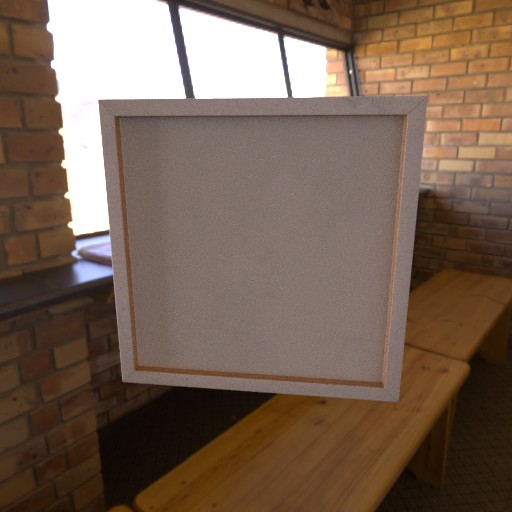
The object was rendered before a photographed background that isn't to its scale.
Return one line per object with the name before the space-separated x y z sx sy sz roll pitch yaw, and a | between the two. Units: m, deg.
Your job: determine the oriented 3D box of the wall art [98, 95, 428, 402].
wall art | 0.000 0.000 1.132 0.762 0.762 0.038 2 15 7
